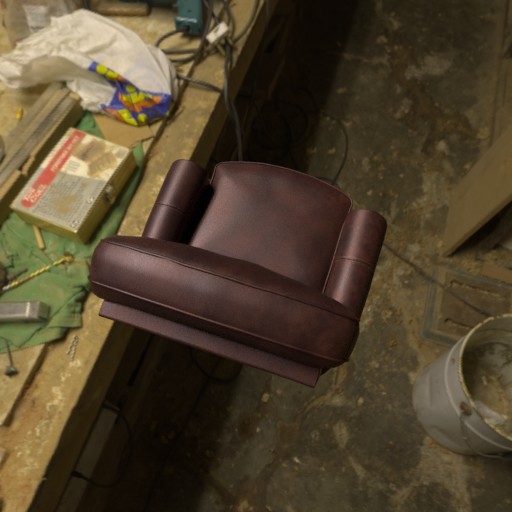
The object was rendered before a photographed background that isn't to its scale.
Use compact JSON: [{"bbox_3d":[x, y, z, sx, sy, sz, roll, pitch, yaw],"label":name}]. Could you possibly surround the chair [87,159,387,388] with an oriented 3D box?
[{"bbox_3d":[0.000,0.000,1.792,0.936,1.018,0.986,17,65,8],"label":"chair"}]
